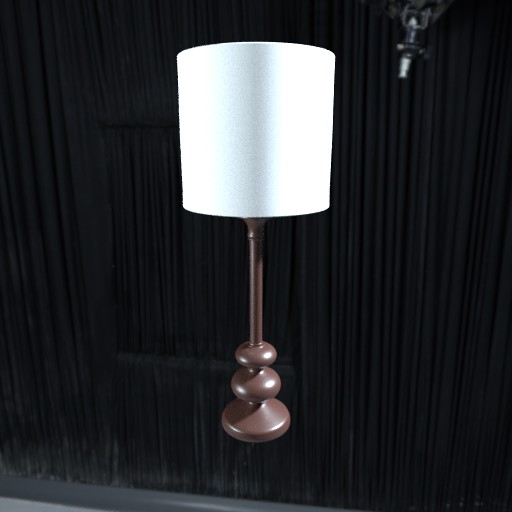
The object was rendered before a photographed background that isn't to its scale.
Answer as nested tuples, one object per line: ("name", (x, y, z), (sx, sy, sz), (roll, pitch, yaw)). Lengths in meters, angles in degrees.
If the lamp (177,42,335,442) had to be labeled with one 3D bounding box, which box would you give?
("lamp", (0.000, 0.000, 0.808), (0.254, 0.690, 0.254), (2, 15, 8))
